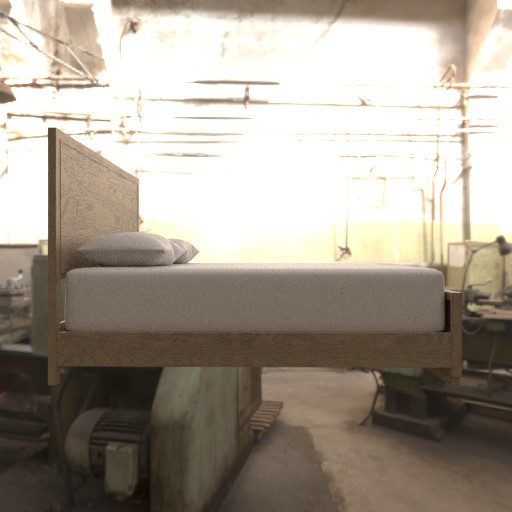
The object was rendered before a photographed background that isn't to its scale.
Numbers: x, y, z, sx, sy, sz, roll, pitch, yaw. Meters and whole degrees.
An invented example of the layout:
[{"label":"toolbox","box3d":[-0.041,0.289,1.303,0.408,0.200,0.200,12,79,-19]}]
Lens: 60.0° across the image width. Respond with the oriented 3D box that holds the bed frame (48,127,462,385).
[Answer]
[{"label":"bed frame","box3d":[0.000,0.000,3.141,2.189,1.369,1.606,0,0,1]}]
